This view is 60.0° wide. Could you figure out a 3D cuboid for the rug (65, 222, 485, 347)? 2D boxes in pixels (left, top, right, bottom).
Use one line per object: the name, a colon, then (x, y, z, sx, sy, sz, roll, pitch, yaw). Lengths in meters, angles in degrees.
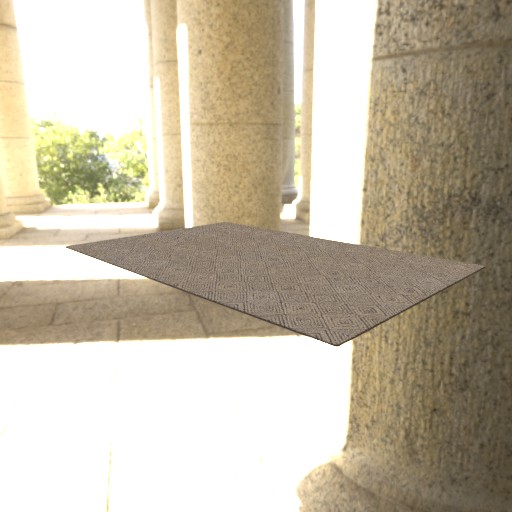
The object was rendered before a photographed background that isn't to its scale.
rug: (0.000, 0.000, 2.222, 1.783, 0.008, 1.175, 13, 19, 43)
